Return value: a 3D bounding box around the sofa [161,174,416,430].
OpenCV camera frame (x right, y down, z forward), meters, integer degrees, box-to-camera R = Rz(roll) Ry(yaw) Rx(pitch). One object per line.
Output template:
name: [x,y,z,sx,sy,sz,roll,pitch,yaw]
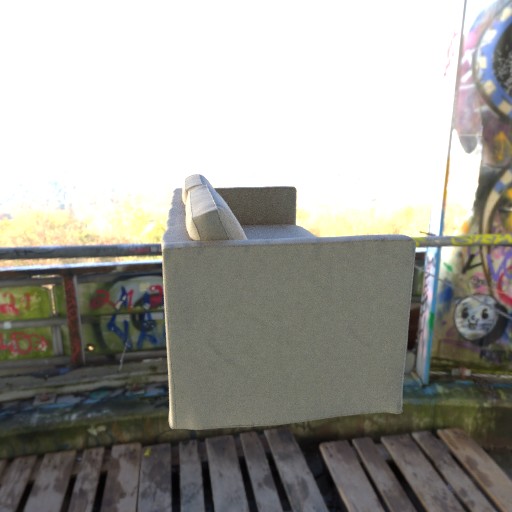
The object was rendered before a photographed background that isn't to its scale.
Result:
sofa: [0.000,0.000,2.538,0.962,0.835,1.959,-2,15,-9]
